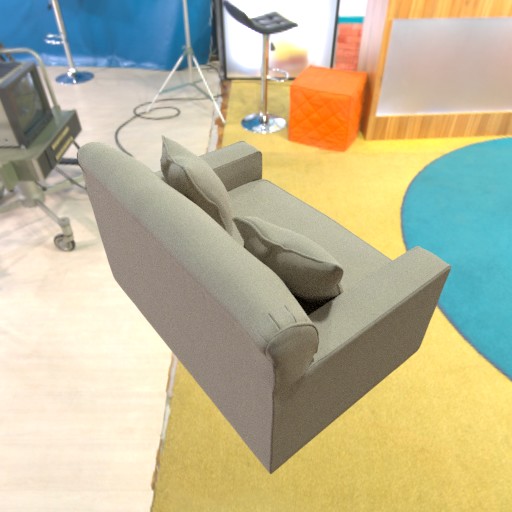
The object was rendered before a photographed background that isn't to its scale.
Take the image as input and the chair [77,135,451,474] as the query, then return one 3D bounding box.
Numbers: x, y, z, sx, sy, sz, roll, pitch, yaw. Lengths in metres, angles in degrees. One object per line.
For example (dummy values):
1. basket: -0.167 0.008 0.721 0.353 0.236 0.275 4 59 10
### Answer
1. chair: 0.000 0.000 2.062 1.000 0.948 1.383 -28 48 -28
